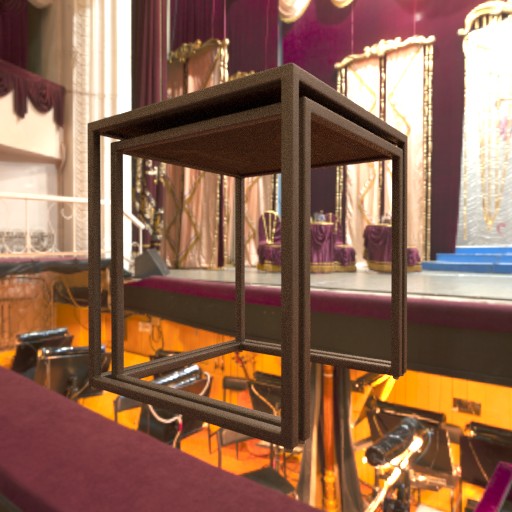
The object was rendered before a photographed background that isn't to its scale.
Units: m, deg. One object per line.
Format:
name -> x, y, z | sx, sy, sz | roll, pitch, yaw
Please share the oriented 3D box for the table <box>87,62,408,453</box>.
table -> 0.000, 0.000, 0.873 | 0.449, 0.500, 0.450 | 1, 1, 37
